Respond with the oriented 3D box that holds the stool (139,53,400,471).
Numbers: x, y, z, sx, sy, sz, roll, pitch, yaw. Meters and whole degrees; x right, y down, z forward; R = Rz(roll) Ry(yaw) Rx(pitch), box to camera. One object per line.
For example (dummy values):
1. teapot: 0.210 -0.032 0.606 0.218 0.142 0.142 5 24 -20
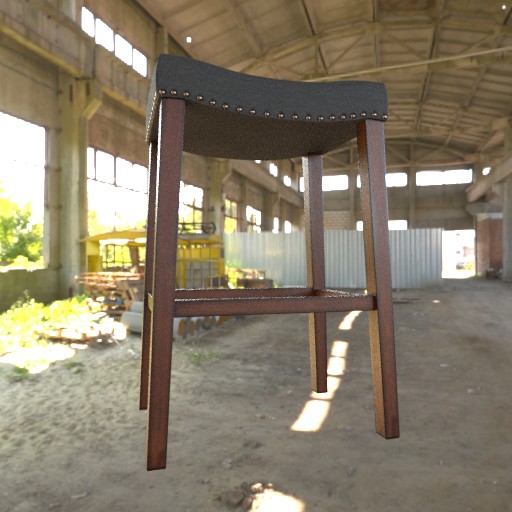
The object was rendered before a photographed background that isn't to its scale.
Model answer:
1. stool: 0.000 0.000 1.011 0.502 0.748 0.366 0 -1 -17
